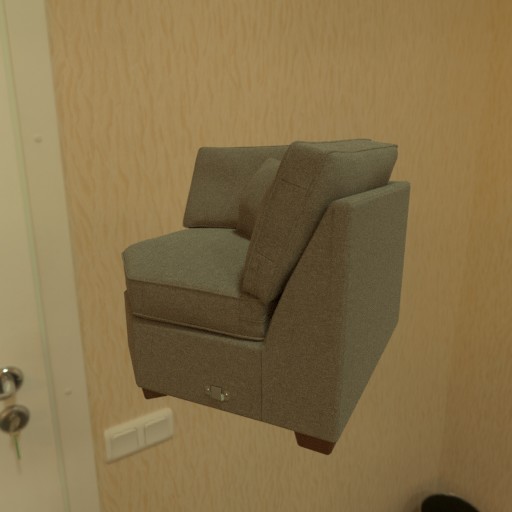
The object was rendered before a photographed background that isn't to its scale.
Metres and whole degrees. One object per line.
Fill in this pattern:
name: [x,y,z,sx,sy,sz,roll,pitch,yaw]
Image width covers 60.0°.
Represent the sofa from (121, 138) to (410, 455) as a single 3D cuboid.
sofa: [0.000,0.000,1.855,1.050,0.951,1.042,7,16,26]
